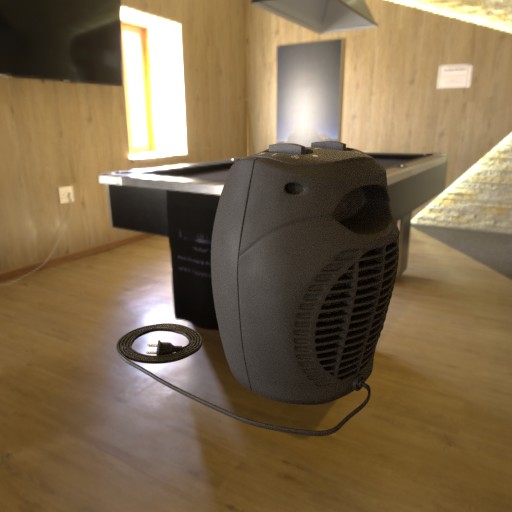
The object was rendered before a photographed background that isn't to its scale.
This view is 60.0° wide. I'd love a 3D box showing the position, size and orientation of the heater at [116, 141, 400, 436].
[{"bbox_3d":[0.000,0.000,0.478,0.239,0.240,0.291,-16,23,-41],"label":"heater"}]
